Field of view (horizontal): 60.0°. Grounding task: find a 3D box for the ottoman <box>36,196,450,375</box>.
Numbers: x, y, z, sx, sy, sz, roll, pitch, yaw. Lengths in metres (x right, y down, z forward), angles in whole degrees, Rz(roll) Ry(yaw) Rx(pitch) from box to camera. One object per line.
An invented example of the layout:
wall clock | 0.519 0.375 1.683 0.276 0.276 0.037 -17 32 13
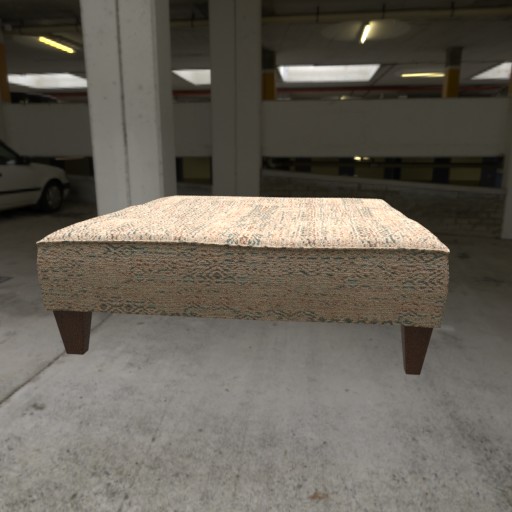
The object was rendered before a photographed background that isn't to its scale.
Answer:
ottoman | 0.000 0.000 1.536 1.004 0.356 0.968 2 14 7
